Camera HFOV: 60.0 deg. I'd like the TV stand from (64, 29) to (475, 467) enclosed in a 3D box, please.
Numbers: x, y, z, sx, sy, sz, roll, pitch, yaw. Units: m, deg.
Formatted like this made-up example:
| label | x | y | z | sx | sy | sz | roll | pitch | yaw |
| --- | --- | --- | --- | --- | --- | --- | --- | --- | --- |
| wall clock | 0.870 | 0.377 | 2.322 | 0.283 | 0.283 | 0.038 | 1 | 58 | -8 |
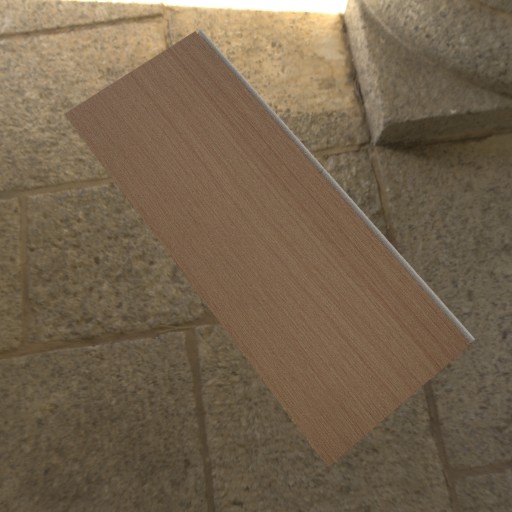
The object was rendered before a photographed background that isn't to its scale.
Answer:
| label | x | y | z | sx | sy | sz | roll | pitch | yaw |
| --- | --- | --- | --- | --- | --- | --- | --- | --- | --- |
| TV stand | 0.000 | 0.000 | 1.321 | 0.407 | 0.660 | 0.991 | -37 | 78 | -9 |
